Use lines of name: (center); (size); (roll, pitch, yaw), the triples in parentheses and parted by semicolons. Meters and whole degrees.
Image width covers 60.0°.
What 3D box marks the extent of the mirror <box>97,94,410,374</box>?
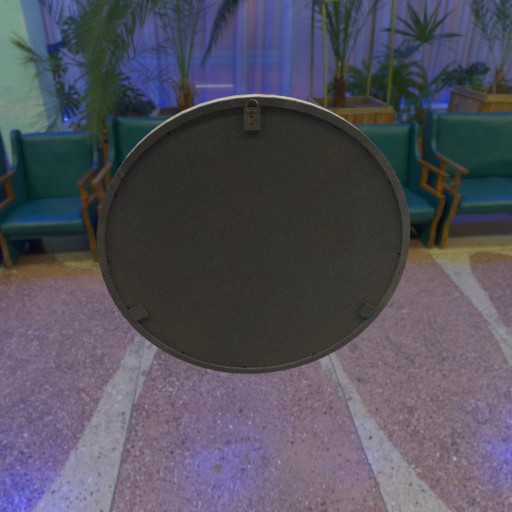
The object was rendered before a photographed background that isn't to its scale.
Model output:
mirror: (0.000, 0.000, 1.031); (0.710, 0.710, 0.038); (-2, 29, -3)
